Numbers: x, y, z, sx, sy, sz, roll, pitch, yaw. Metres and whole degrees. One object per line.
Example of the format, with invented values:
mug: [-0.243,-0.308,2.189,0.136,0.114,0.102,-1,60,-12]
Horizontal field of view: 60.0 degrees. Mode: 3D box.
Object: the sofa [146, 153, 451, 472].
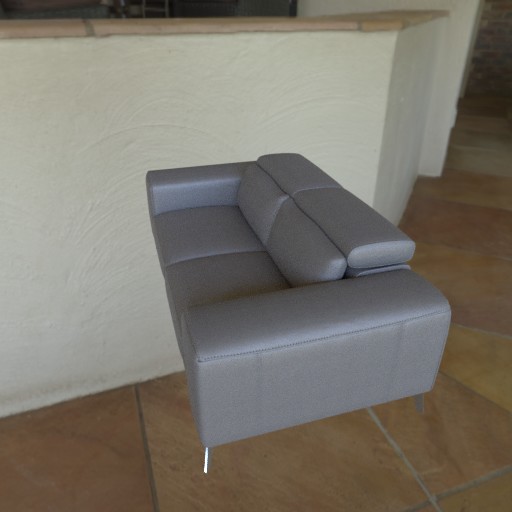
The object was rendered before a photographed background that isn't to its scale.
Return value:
sofa: [0.000,0.000,2.439,1.024,0.753,1.930,-9,31,-15]
